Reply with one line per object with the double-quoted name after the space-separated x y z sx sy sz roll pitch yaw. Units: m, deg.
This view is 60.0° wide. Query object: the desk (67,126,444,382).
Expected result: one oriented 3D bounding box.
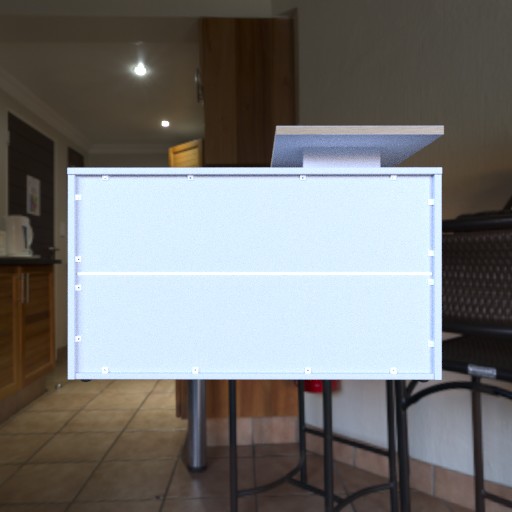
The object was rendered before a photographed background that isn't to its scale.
0.000 0.000 1.990 1.098 0.755 1.404 0 0 0 "desk"
